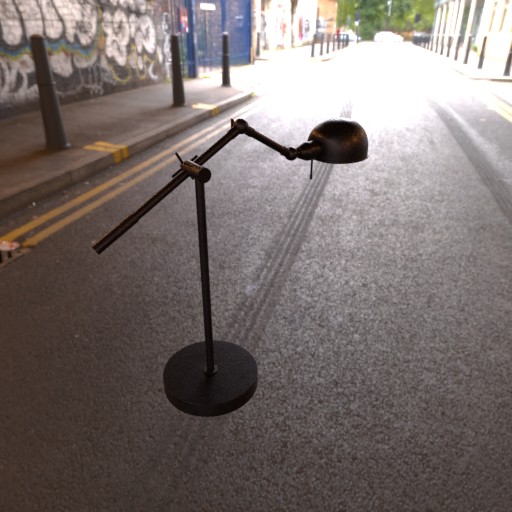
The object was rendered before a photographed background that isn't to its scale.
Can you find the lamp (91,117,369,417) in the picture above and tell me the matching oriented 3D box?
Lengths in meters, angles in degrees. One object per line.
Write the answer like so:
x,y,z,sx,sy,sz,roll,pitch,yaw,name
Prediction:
0.000,0.000,0.829,0.567,0.495,0.185,-18,32,-31,lamp
